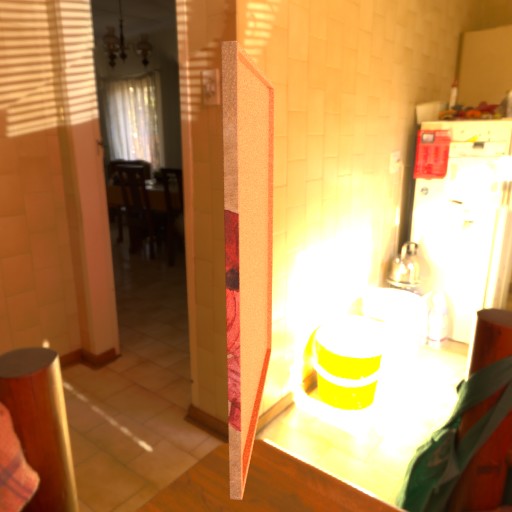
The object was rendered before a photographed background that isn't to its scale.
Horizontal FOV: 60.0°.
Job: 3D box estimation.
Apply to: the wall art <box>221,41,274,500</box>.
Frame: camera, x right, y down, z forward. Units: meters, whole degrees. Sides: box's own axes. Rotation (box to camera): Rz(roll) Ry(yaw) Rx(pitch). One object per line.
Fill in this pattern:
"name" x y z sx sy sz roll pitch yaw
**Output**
"wall art" 0.000 0.000 1.301 0.031 1.015 0.762 2 15 7
